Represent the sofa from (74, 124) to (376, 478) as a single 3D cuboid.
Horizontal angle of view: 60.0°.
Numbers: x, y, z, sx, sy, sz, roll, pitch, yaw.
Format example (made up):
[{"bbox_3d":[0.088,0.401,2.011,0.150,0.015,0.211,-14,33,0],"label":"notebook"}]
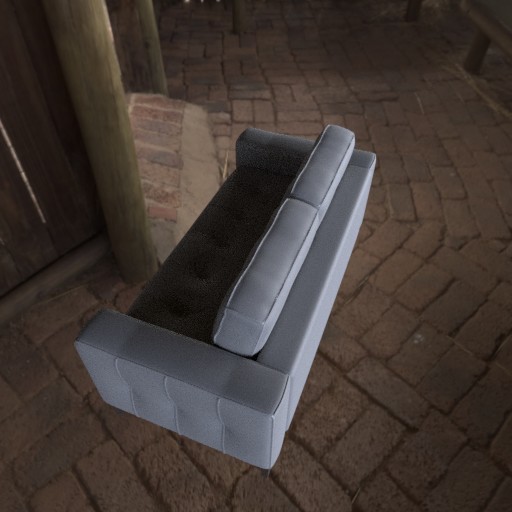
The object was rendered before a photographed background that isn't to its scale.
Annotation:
[{"bbox_3d":[0.000,0.000,2.227,0.833,0.892,1.726,16,48,15],"label":"sofa"}]
